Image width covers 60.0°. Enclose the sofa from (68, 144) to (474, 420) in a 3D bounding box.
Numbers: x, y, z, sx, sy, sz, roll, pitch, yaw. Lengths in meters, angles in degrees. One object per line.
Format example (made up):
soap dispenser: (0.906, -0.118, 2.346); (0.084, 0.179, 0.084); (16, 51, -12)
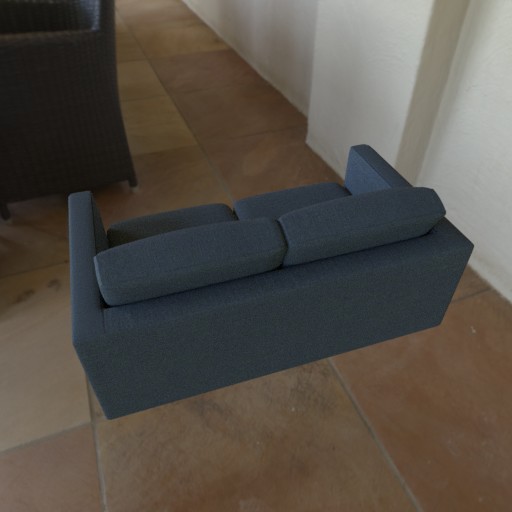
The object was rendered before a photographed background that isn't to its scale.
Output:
sofa: (0.000, 0.000, 2.233); (1.659, 0.907, 0.999); (-12, 44, -13)
